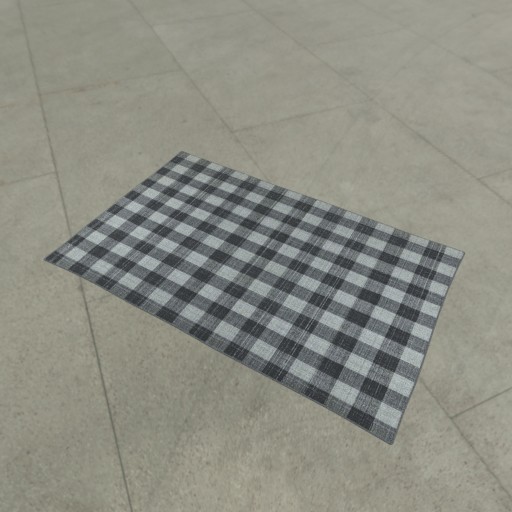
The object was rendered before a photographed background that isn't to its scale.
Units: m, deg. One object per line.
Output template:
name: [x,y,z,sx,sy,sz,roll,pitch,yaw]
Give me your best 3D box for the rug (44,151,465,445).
rug: [0.000,0.000,3.064,2.476,0.011,1.554,23,51,21]
